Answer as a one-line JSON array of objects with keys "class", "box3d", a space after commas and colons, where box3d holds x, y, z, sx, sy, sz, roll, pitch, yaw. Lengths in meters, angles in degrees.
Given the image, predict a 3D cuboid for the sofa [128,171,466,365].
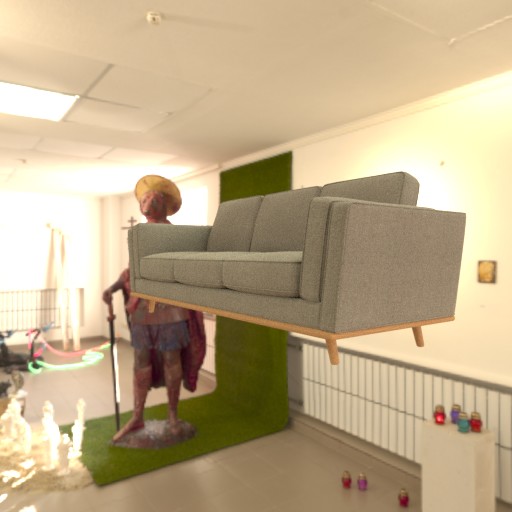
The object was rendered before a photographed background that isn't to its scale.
[{"class": "sofa", "box3d": [0.000, 0.000, 2.846, 0.903, 0.899, 2.362, 0, 1, -36]}]
